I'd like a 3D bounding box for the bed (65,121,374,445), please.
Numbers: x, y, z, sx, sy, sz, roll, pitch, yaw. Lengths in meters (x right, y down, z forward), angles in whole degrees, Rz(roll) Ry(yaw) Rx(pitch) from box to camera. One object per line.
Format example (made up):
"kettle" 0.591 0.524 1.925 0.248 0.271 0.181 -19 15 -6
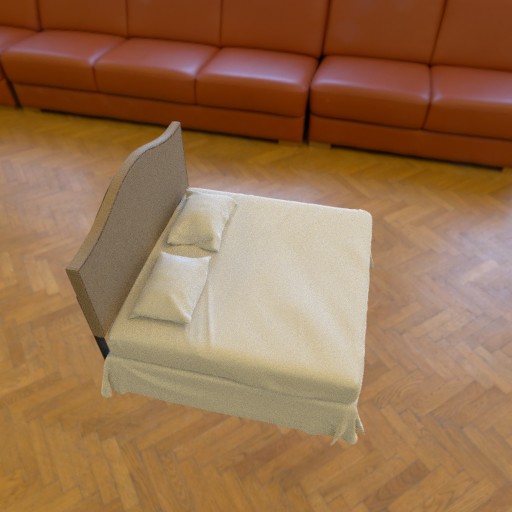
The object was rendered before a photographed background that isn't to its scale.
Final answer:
"bed" 0.000 0.000 3.821 2.222 1.651 2.311 9 46 9
